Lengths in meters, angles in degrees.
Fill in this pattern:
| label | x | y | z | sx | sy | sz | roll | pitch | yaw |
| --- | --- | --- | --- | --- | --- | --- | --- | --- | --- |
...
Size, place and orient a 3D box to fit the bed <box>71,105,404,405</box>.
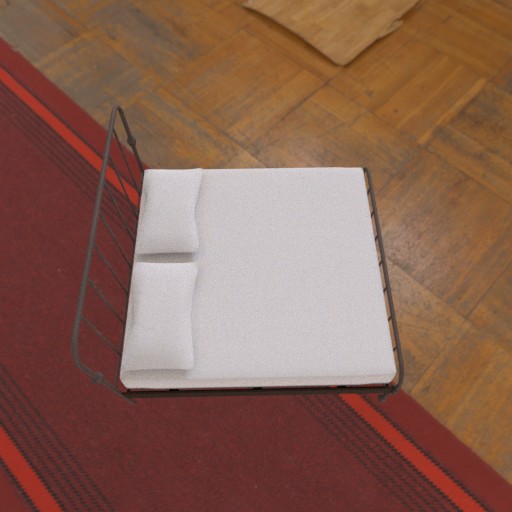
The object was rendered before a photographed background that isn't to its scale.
| label | x | y | z | sx | sy | sz | roll | pitch | yaw |
| --- | --- | --- | --- | --- | --- | --- | --- | --- | --- |
| bed | 0.000 | 0.000 | 3.503 | 2.134 | 1.446 | 2.044 | -1 | 63 | -1 |
